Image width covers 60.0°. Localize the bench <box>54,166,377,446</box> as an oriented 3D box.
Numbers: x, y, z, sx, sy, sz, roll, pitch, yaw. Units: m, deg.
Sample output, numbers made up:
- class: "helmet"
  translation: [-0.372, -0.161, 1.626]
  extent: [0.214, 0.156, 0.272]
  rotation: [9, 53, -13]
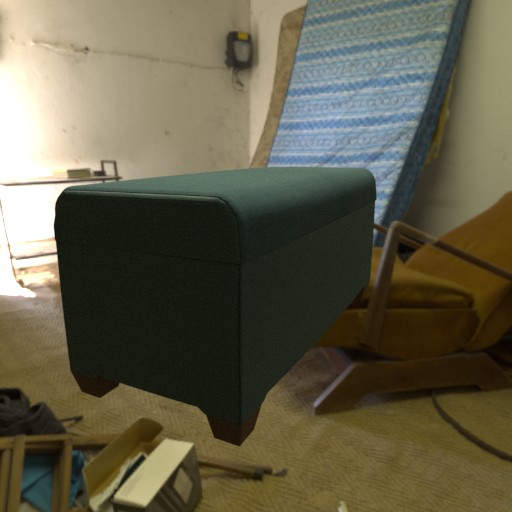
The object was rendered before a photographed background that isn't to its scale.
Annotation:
- class: "bench"
  translation: [0.000, 0.000, 1.259]
  extent: [0.476, 0.474, 0.995]
  rotation: [7, 16, 26]
